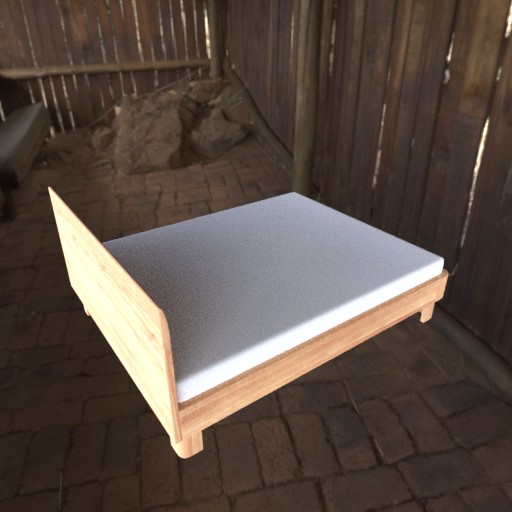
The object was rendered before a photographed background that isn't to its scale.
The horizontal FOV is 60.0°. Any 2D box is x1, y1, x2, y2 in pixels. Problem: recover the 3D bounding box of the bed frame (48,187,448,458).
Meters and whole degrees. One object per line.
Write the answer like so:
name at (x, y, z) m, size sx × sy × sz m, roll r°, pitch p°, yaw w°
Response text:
bed frame at (0.000, 0.000, 3.010) m, size 2.092 × 0.940 × 1.660 m, roll -19°, pitch 34°, yaw -31°
